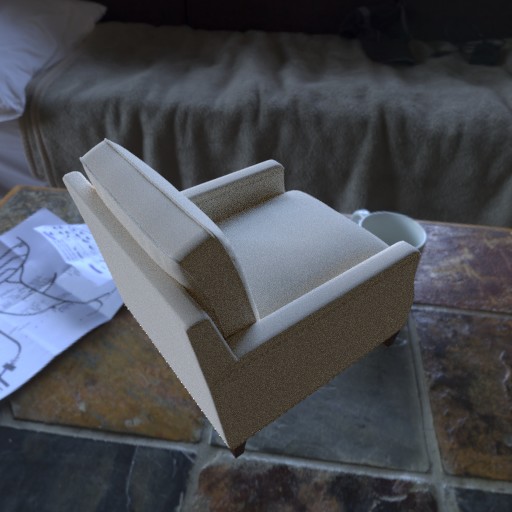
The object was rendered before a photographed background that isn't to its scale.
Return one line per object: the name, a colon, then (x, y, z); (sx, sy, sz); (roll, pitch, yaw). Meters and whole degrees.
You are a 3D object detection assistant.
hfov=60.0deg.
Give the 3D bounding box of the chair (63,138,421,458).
chair: (0.000, 0.000, 1.685); (1.014, 0.943, 0.853); (-26, 47, -27)
